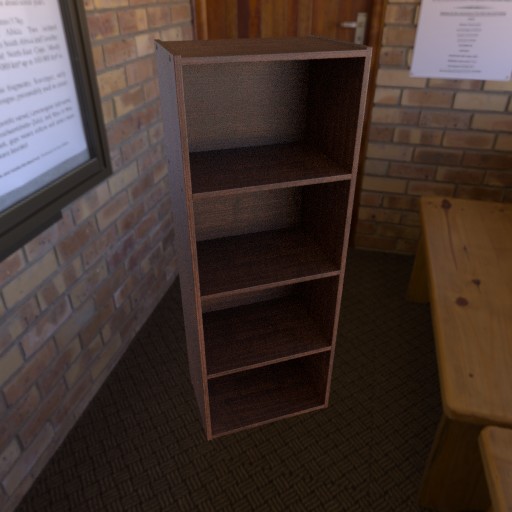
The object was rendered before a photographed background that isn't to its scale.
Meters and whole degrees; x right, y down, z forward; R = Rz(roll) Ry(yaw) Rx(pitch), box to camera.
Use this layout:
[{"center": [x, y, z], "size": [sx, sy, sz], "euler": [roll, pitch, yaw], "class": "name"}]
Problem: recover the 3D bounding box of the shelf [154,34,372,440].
[{"center": [0.000, 0.000, 1.262], "size": [0.415, 1.099, 0.290], "euler": [-10, 33, -15], "class": "shelf"}]
